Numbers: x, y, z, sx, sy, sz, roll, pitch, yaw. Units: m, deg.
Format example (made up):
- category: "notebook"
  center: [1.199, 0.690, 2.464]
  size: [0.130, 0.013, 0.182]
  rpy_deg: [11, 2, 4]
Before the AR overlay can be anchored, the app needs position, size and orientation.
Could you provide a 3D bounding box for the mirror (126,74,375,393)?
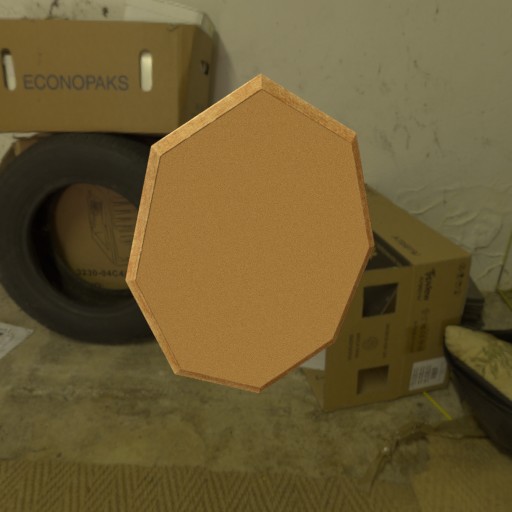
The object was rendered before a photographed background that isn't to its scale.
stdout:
- category: "mirror"
  center: [0.000, 0.000, 1.010]
  size: [0.577, 0.774, 0.070]
  rpy_deg: [-8, 28, -15]
